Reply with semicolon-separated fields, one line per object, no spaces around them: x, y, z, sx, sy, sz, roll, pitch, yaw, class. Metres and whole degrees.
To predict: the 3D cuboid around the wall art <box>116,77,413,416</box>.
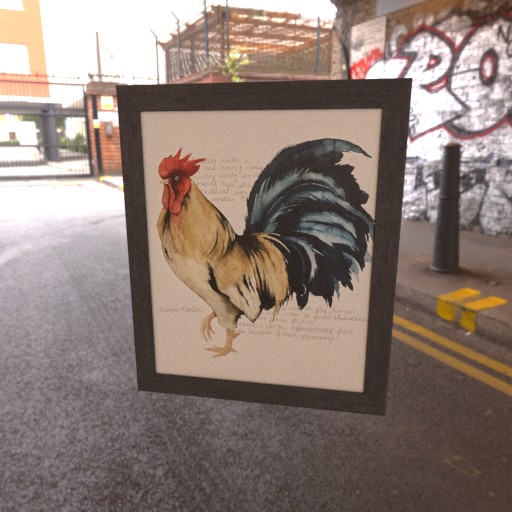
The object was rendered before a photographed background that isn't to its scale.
0.000;0.000;0.775;0.476;0.570;0.013;3;14;10;wall art
